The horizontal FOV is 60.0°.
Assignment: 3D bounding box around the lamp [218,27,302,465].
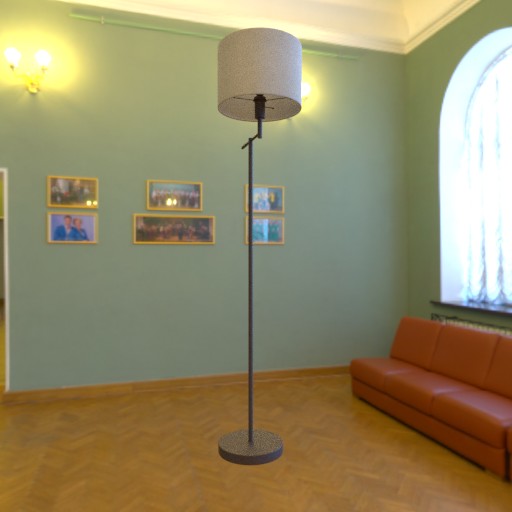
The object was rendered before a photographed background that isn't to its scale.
[{"bbox_3d":[0.000,0.000,1.753,0.324,1.600,0.416,0,0,-18],"label":"lamp"}]
